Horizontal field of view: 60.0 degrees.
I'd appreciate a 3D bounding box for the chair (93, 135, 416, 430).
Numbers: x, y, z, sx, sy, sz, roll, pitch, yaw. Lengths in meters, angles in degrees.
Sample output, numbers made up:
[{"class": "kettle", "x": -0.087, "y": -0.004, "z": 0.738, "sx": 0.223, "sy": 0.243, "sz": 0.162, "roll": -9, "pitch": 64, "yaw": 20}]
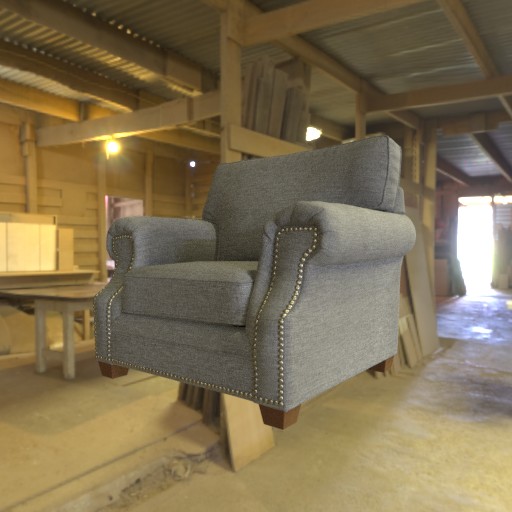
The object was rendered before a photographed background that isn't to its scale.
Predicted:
[{"class": "chair", "x": 0.000, "y": 0.000, "z": 1.856, "sx": 1.092, "sy": 0.961, "sz": 0.965, "roll": 1, "pitch": 1, "yaw": 38}]
